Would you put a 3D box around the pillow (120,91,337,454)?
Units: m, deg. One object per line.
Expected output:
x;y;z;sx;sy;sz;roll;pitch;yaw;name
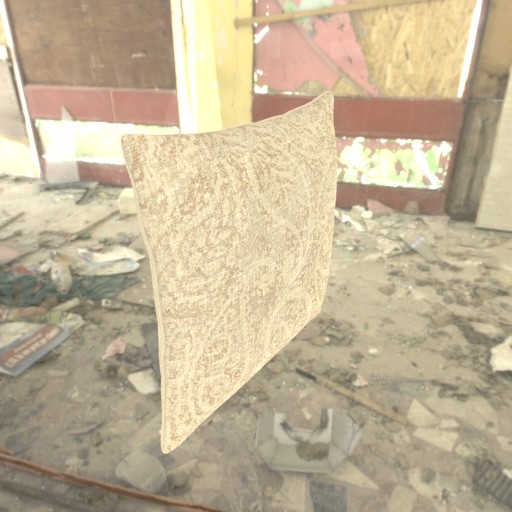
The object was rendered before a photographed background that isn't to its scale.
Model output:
0.000;0.000;0.793;0.166;0.510;0.523;18;32;31;pillow
